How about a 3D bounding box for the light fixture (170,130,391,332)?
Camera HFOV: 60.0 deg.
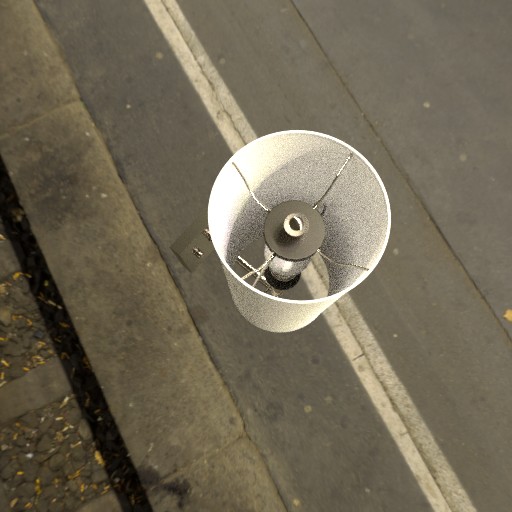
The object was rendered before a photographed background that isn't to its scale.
[{"bbox_3d":[0.000,0.000,0.541,0.208,0.462,0.128,40,79,9],"label":"light fixture"}]
